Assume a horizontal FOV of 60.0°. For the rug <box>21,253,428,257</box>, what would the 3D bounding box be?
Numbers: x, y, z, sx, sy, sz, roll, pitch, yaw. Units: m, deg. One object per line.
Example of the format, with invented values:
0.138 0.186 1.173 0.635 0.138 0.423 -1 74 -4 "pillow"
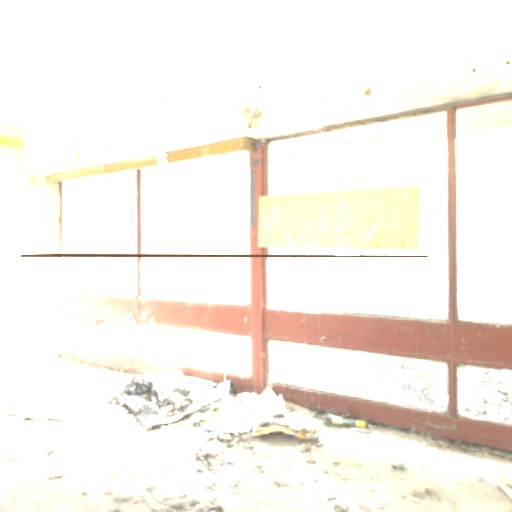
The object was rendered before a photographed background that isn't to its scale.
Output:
0.000 0.000 2.683 2.439 0.017 0.764 0 0 -36 "rug"
